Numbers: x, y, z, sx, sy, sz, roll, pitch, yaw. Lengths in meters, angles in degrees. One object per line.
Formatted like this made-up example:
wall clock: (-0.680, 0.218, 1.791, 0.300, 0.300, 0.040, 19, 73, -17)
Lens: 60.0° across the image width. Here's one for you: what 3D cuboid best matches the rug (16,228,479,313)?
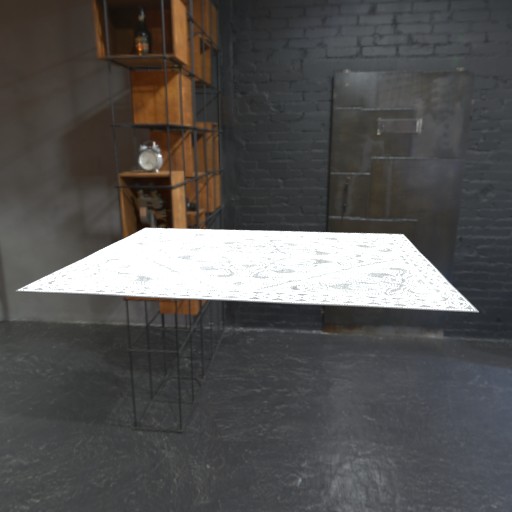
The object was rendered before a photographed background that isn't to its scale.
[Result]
rug: (0.000, 0.000, 4.019, 3.048, 0.012, 2.438, 2, 14, 8)
